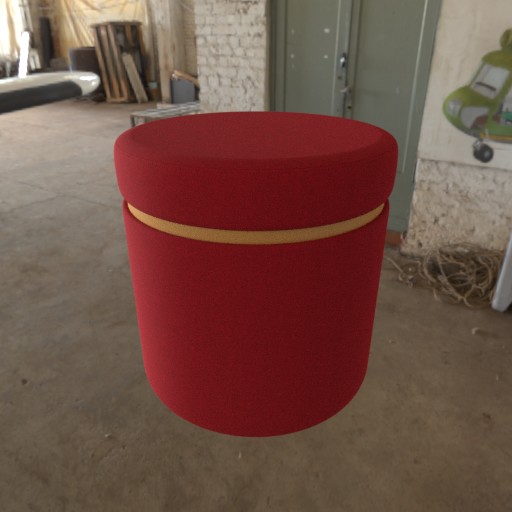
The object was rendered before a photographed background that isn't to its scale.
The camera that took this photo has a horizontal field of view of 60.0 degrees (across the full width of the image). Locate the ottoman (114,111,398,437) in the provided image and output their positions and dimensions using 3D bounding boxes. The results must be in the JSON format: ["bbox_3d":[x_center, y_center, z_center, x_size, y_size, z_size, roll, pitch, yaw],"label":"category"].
[{"bbox_3d":[0.000,0.000,0.725,0.400,0.406,0.400,0,26,0],"label":"ottoman"}]
